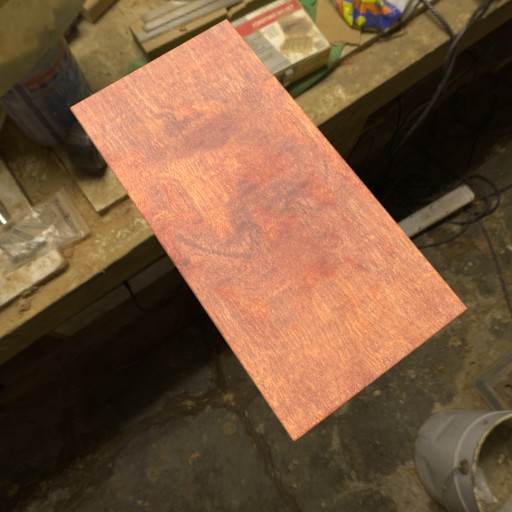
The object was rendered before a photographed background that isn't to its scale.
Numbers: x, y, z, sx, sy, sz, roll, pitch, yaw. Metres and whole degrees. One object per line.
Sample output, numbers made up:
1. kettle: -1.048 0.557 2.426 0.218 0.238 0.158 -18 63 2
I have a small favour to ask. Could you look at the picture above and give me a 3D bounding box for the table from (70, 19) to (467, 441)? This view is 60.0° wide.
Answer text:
1. table: 0.000 0.000 0.961 0.305 0.610 0.610 -34 77 -9
